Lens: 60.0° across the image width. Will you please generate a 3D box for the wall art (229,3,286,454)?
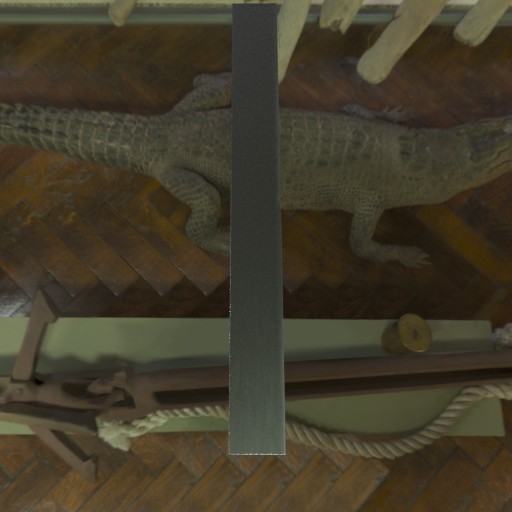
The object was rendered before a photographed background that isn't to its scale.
[{"bbox_3d":[0.000,0.000,0.499,0.038,0.350,0.350,0,76,0],"label":"wall art"}]
